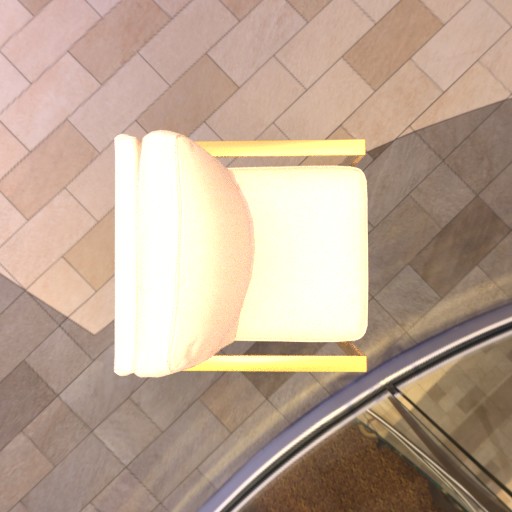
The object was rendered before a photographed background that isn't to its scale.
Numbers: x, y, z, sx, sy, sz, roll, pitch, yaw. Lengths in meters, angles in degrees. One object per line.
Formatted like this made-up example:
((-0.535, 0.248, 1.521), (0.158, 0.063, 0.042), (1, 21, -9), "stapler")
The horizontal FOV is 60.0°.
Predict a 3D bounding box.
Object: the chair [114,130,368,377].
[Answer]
((0.000, 0.000, 1.549), (0.813, 0.956, 0.758), (0, 89, 0), "chair")
